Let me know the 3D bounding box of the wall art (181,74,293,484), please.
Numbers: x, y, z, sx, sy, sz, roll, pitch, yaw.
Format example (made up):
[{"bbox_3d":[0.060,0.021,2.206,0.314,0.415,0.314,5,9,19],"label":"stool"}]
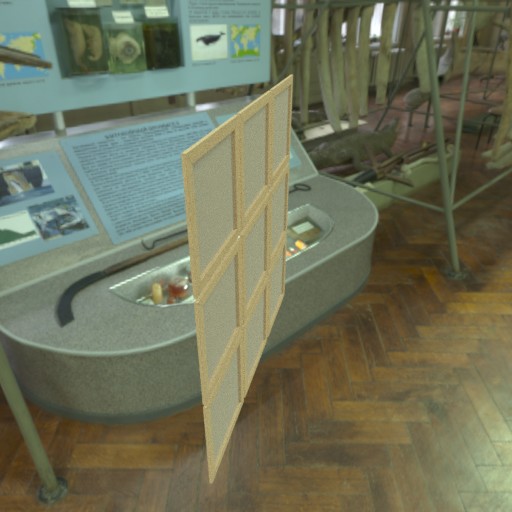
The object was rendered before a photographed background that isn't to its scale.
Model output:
[{"bbox_3d":[0.000,0.000,2.238,0.014,1.507,1.519,8,31,13],"label":"wall art"}]
